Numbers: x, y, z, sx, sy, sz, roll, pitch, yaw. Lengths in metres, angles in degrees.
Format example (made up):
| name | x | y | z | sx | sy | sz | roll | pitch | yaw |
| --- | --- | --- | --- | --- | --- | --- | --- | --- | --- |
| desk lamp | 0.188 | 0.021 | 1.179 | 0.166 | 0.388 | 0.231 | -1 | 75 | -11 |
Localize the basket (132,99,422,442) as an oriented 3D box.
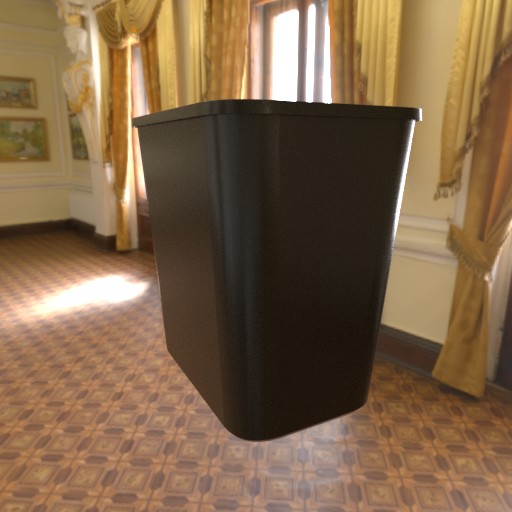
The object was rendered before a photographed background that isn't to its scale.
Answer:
| name | x | y | z | sx | sy | sz | roll | pitch | yaw |
| --- | --- | --- | --- | --- | --- | --- | --- | --- | --- |
| basket | 0.000 | 0.000 | 0.506 | 0.211 | 0.307 | 0.300 | -7 | 16 | -27 |
